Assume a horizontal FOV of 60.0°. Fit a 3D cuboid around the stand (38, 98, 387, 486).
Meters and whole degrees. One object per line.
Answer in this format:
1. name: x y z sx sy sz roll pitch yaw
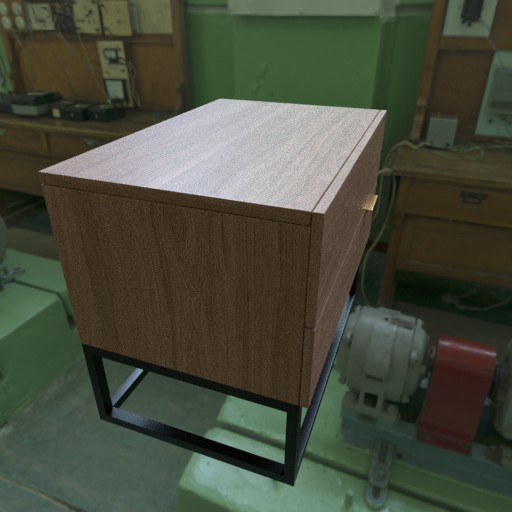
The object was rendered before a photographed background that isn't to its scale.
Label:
1. stand: 0.000 0.000 0.916 0.420 0.500 0.600 11 31 18
